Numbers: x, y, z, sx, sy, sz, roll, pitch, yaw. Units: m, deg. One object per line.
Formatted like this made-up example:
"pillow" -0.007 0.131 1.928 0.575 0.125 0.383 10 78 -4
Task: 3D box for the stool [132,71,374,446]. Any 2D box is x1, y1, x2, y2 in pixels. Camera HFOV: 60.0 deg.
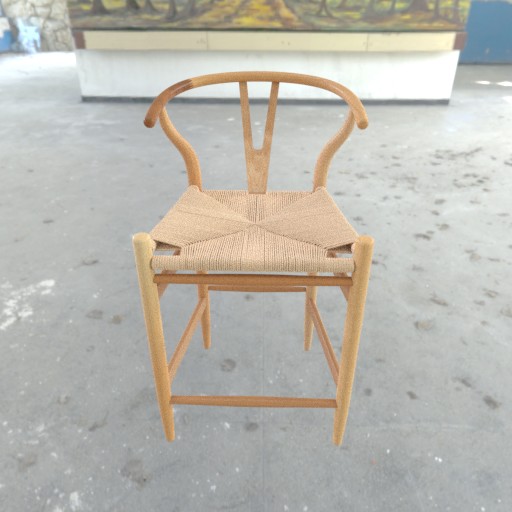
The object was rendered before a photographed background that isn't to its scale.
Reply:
"stool" 0.000 0.000 1.280 0.536 0.923 0.575 1 30 1
